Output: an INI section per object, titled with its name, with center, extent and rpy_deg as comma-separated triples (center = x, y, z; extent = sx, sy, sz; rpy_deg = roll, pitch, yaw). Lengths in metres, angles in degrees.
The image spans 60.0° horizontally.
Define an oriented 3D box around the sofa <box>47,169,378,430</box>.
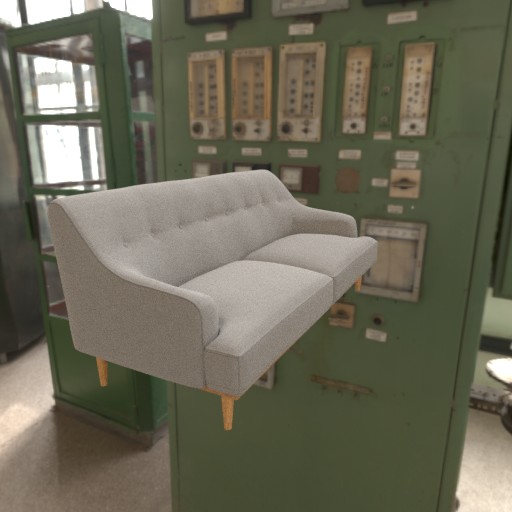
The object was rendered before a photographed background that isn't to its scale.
[sofa]
center = 0.000, 0.000, 2.601
extent = 0.978, 0.871, 2.057
rpy_deg = 8, 17, 27
